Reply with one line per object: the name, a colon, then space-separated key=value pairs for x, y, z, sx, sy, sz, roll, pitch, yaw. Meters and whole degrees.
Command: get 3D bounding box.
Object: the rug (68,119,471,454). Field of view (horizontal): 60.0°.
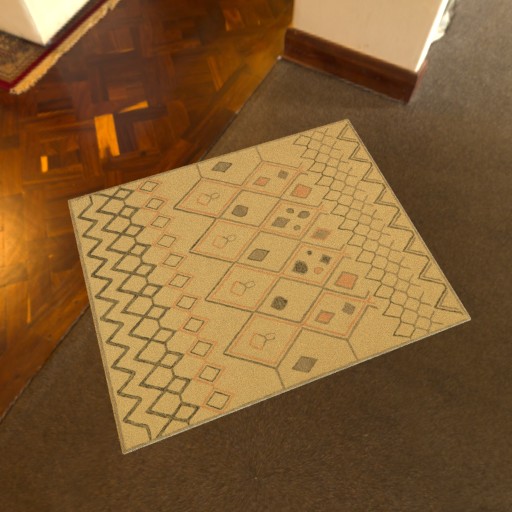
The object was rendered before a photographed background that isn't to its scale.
rug: x=0.000 y=0.000 z=4.091 sx=3.050 sy=0.016 sz=2.441 roll=-18 pitch=65 yaw=-9
